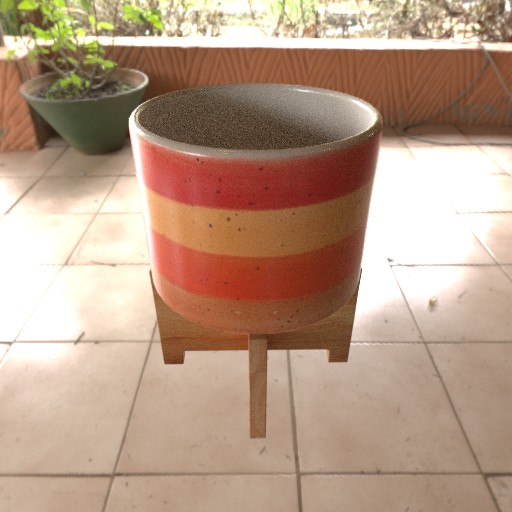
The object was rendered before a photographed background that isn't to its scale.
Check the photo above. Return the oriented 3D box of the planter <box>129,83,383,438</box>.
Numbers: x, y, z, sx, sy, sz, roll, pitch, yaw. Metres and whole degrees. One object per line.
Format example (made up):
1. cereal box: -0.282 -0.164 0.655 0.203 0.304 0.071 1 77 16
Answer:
1. planter: 0.000 0.000 0.412 0.199 0.268 0.199 0 33 0
